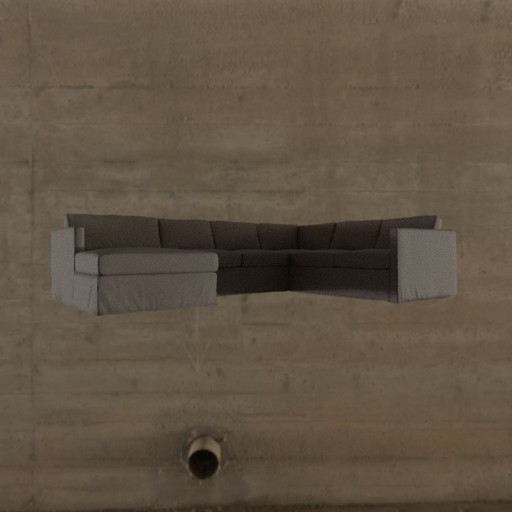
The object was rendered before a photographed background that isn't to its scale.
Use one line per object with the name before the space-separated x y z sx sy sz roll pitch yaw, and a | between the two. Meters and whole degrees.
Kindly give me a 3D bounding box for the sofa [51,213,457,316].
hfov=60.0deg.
sofa | 0.000 0.000 4.615 3.528 0.878 2.476 0 1 -36
